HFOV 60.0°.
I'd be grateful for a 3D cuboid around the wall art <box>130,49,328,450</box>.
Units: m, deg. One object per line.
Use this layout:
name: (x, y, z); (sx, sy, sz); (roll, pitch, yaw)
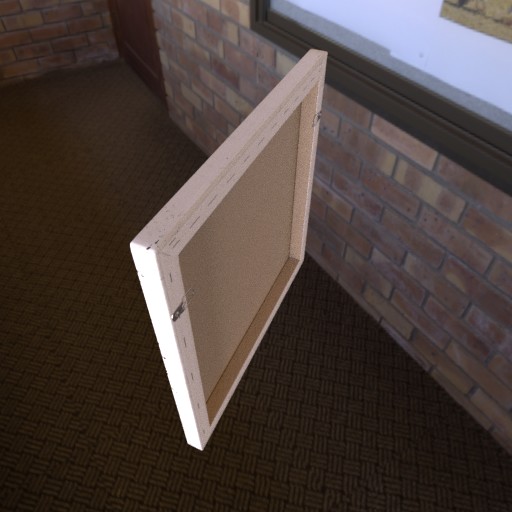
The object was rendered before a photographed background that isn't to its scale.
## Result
wall art: (0.000, 0.000, 0.914); (0.040, 0.611, 0.610); (19, 49, 17)
